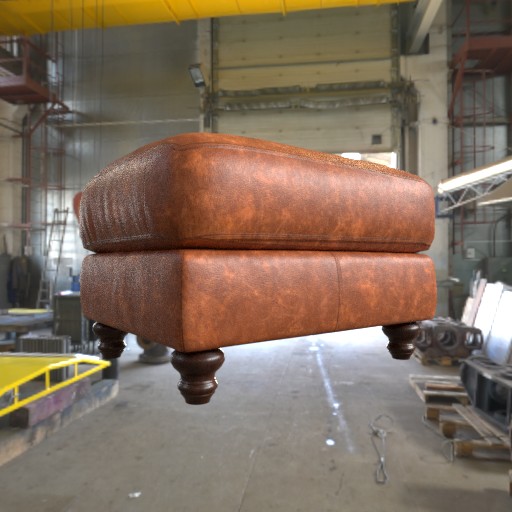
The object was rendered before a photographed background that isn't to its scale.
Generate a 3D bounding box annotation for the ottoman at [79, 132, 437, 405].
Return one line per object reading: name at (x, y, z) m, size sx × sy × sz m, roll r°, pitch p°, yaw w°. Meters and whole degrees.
ottoman at (0.000, 0.000, 1.232) m, size 0.832 × 0.562 × 0.657 m, roll 1°, pitch -1°, yaw -37°
